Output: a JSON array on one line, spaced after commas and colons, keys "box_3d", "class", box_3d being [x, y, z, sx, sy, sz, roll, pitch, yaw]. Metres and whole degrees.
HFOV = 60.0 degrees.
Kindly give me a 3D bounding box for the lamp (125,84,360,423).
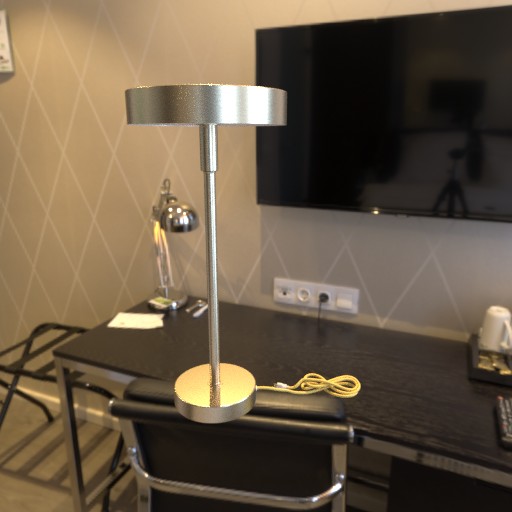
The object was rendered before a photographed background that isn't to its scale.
[{"box_3d": [0.000, 0.000, 0.710, 0.369, 0.508, 0.229, -2, 15, -6], "class": "lamp"}]
